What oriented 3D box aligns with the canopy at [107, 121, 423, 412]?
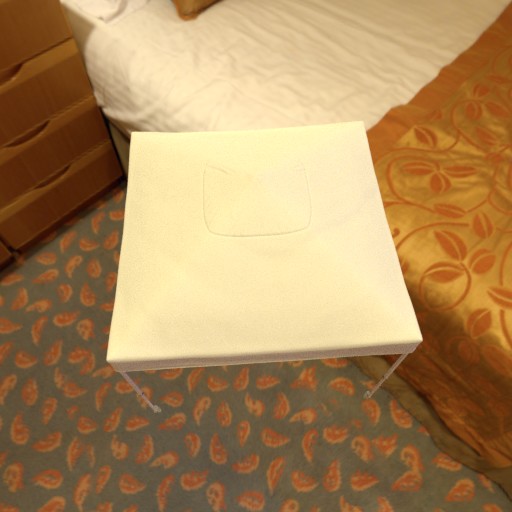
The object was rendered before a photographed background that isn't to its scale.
[{"bbox_3d":[0.000,0.000,5.539,2.998,2.997,2.996,-3,59,-2],"label":"canopy"}]
